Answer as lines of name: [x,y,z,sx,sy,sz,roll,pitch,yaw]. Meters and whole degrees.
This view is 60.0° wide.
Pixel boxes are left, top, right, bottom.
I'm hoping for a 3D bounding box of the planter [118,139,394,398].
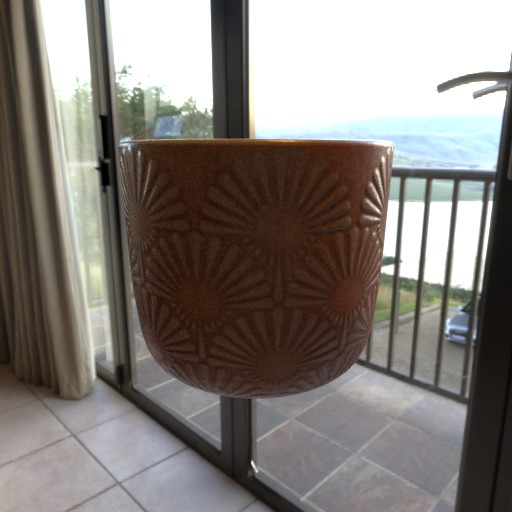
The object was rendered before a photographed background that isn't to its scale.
planter: [0.000,0.000,0.219,0.124,0.109,0.124,0,13,0]
